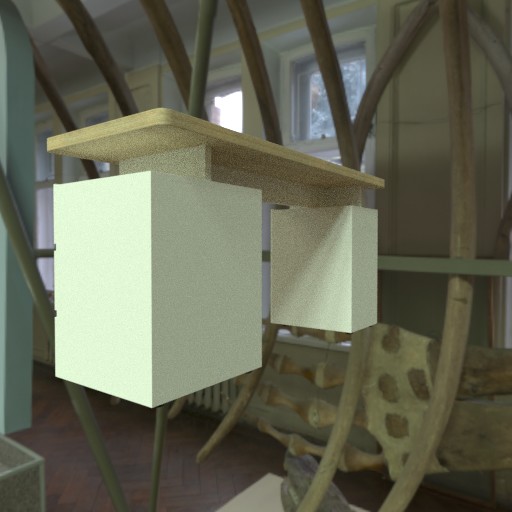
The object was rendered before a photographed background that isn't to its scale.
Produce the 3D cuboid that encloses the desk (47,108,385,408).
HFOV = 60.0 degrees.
[{"bbox_3d":[0.000,0.000,1.839,0.550,0.755,1.500,1,2,36],"label":"desk"}]
